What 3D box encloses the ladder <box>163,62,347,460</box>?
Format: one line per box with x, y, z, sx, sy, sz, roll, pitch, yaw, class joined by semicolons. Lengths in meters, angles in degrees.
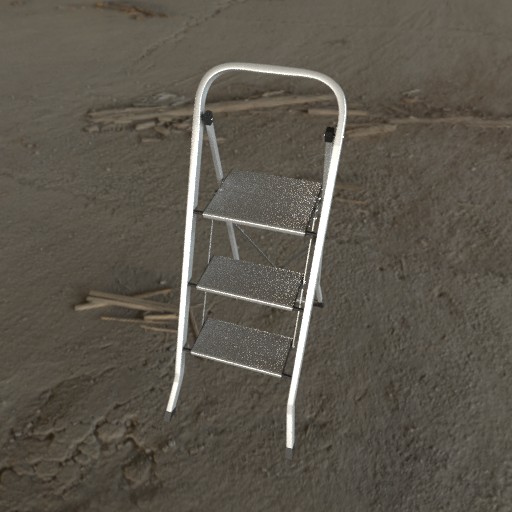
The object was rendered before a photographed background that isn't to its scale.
0.000;0.000;1.394;0.465;1.070;0.704;12;43;13;ladder
